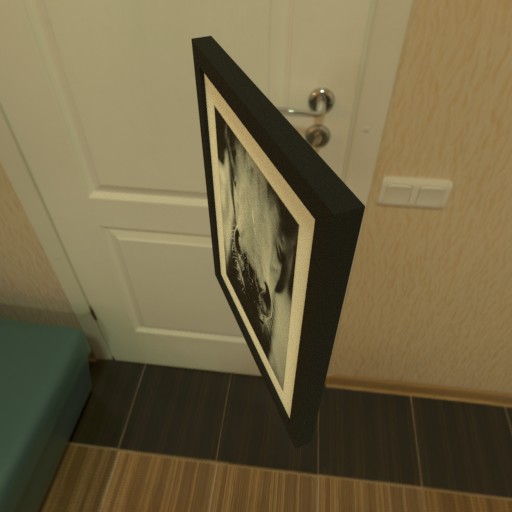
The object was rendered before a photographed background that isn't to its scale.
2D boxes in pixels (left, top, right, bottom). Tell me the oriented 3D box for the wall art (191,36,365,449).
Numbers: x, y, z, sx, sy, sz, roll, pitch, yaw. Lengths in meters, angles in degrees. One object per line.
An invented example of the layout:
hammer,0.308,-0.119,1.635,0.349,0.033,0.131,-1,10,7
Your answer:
wall art,0.000,0.000,0.755,0.033,0.559,0.457,-16,48,-15
